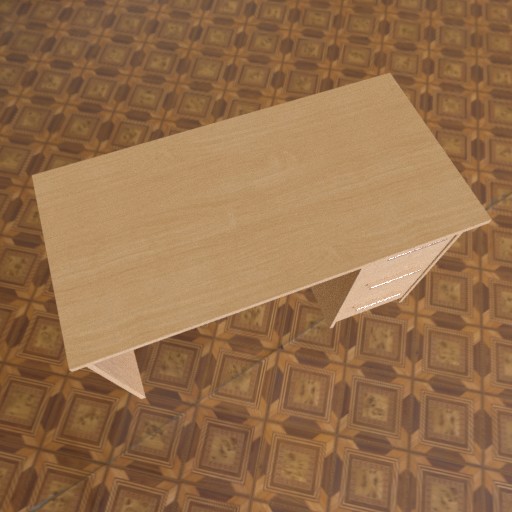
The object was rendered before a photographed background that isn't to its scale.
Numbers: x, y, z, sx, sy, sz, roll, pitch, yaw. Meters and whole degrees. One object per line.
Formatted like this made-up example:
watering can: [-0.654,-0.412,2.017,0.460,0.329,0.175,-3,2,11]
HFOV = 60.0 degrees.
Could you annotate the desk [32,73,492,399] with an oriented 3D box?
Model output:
desk: [0.000,0.000,1.511,1.097,0.735,0.560,-19,66,-9]
